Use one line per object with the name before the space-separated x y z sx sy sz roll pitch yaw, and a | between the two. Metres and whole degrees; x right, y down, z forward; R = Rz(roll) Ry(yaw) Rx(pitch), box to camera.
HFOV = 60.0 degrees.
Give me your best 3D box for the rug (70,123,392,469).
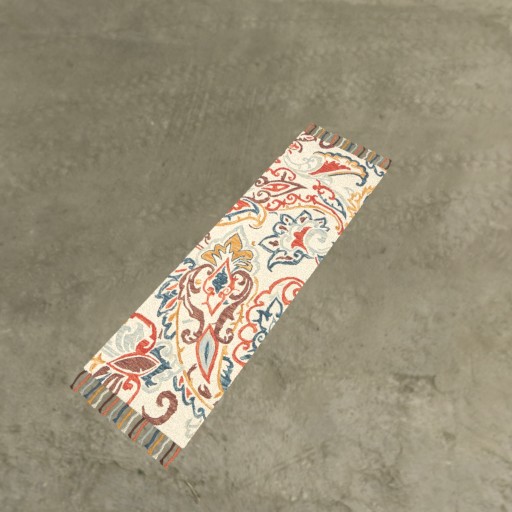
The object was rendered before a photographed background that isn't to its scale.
rug | 0.000 0.000 3.009 0.763 0.015 2.682 31 63 18
